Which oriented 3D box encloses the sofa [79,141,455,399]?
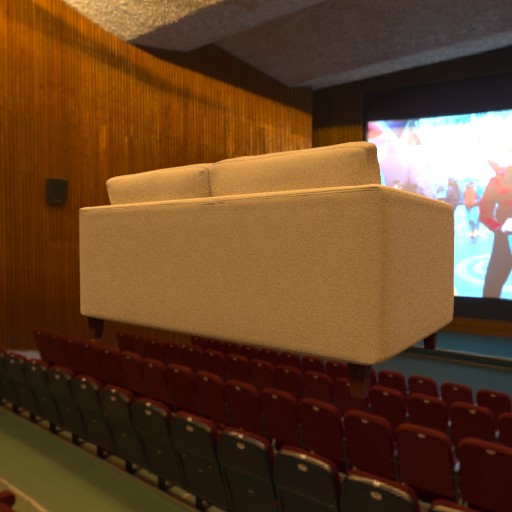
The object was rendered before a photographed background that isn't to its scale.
[{"bbox_3d":[0.000,0.000,2.245,1.702,0.888,0.964,1,2,37],"label":"sofa"}]
